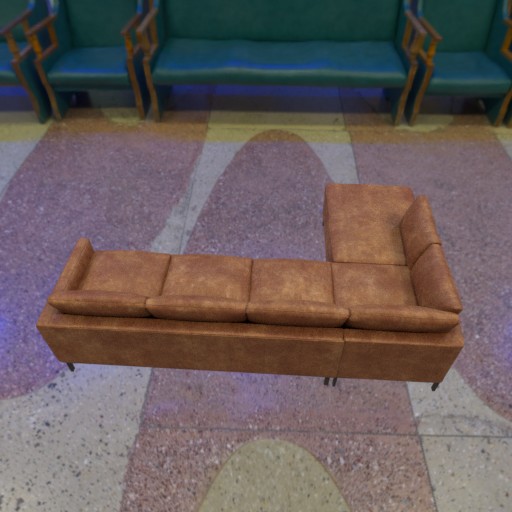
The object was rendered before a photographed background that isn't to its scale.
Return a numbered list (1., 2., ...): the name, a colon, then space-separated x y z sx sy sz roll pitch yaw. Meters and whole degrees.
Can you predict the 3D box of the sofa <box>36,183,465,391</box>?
1. sofa: 0.000 0.000 3.830 2.984 0.877 1.938 3 46 2
